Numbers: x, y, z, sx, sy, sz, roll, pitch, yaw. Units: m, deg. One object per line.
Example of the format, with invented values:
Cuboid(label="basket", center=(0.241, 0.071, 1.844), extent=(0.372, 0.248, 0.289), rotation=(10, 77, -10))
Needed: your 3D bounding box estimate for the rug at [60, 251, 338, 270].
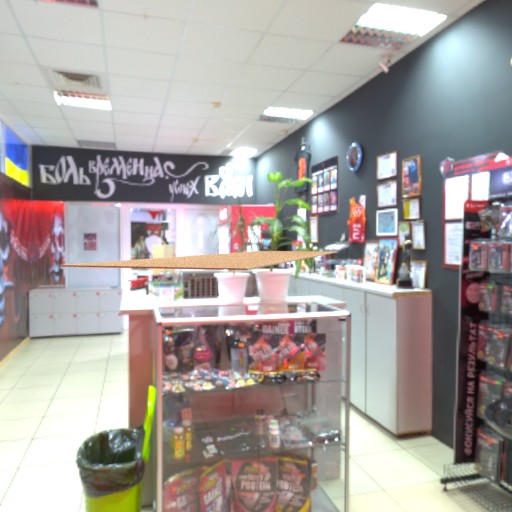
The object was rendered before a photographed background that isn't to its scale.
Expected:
Cuboid(label="rug", center=(0.000, 0.000, 2.607), extent=(0.686, 0.006, 2.437), rotation=(1, 2, 17))
